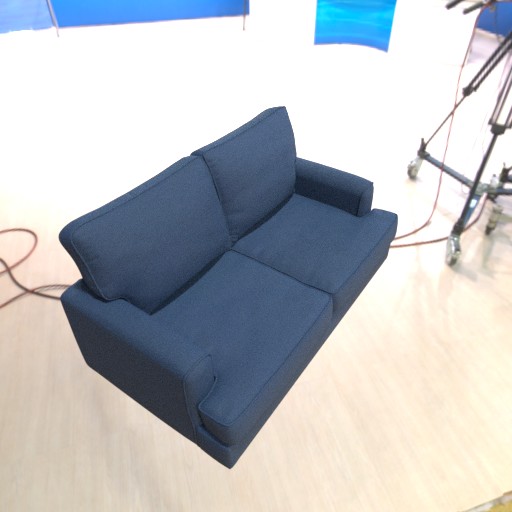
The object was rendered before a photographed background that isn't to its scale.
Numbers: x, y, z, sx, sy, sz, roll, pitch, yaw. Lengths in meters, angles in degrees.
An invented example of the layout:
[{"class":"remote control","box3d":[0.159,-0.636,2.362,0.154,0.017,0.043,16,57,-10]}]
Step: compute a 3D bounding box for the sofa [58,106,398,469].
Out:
[{"class":"sofa","box3d":[0.000,0.000,2.260,0.965,0.965,1.651,25,46,26]}]
